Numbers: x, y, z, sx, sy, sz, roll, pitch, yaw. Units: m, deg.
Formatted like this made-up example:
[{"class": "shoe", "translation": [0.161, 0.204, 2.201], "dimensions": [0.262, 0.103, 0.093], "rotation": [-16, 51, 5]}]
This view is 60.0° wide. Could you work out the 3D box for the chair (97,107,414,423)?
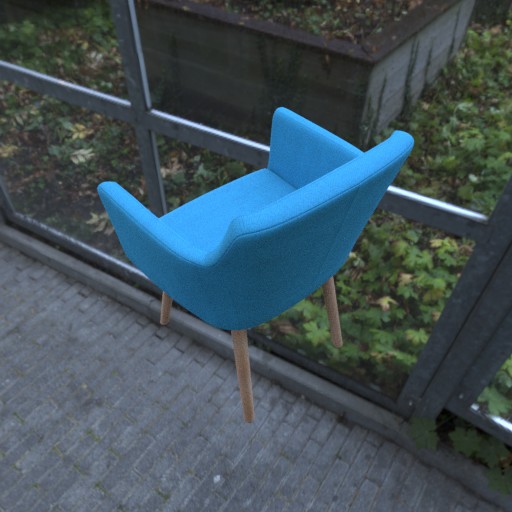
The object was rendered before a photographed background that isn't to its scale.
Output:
[{"class": "chair", "translation": [0.000, 0.000, 1.167], "dimensions": [0.570, 0.780, 0.540], "rotation": [-31, 53, -27]}]
